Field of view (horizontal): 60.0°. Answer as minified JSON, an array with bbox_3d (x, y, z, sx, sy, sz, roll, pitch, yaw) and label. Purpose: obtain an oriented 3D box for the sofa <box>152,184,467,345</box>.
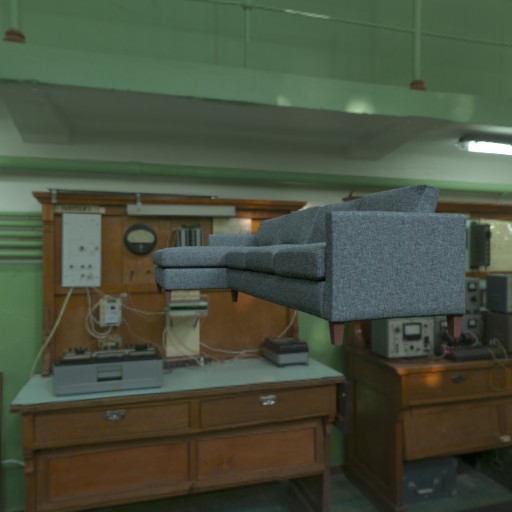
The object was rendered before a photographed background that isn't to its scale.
[{"bbox_3d":[0.000,0.000,4.083,1.635,0.960,3.485,0,1,-17],"label":"sofa"}]
